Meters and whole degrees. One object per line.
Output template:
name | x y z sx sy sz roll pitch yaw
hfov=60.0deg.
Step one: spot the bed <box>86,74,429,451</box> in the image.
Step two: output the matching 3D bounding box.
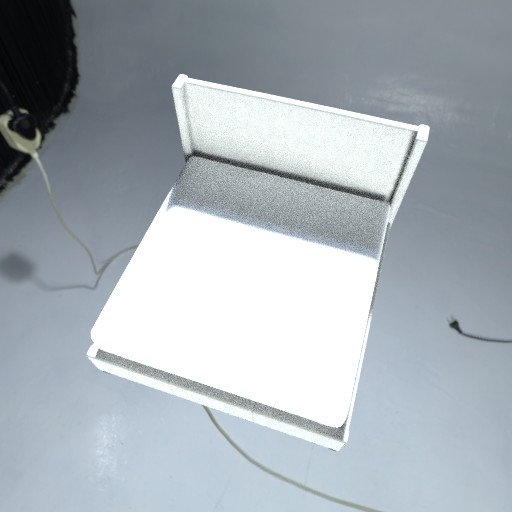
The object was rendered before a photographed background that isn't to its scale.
bed | 0.000 0.000 3.696 2.140 1.470 2.280 15 59 10
